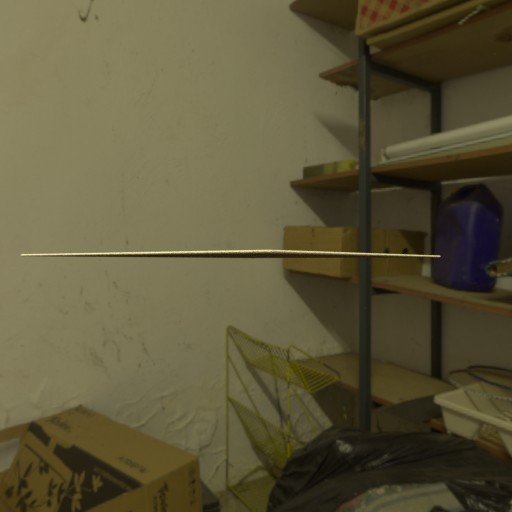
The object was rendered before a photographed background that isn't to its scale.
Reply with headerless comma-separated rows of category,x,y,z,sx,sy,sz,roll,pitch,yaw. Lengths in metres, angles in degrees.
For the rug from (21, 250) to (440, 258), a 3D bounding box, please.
rug,0.000,0.000,4.043,2.441,0.015,3.050,0,-1,37
